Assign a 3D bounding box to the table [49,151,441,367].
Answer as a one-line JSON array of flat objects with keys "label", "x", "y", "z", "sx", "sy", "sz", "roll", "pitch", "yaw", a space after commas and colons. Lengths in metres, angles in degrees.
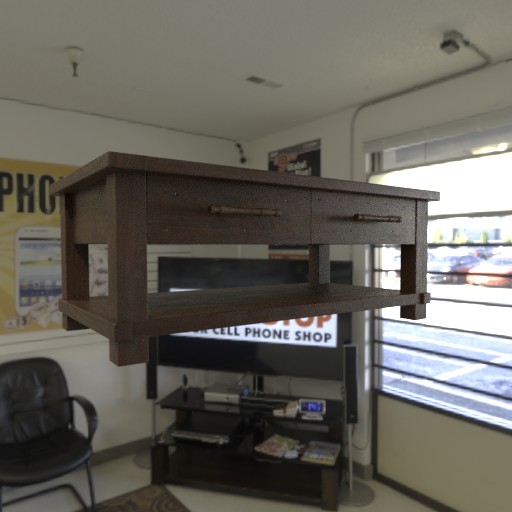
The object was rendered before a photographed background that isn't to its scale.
[{"label": "table", "x": 0.000, "y": 0.000, "z": 1.623, "sx": 1.270, "sy": 0.494, "sz": 0.700, "roll": -1, "pitch": 1, "yaw": -35}]
